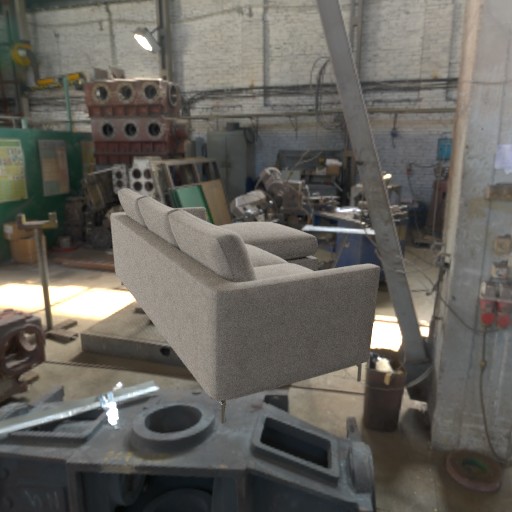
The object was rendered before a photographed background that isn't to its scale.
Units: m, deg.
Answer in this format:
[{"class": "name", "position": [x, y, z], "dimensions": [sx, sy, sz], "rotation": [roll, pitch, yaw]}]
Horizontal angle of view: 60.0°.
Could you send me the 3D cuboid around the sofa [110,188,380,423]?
[{"class": "sofa", "position": [0.000, 0.000, 3.206], "dimensions": [1.626, 0.864, 2.438], "rotation": [-7, 16, -27]}]
